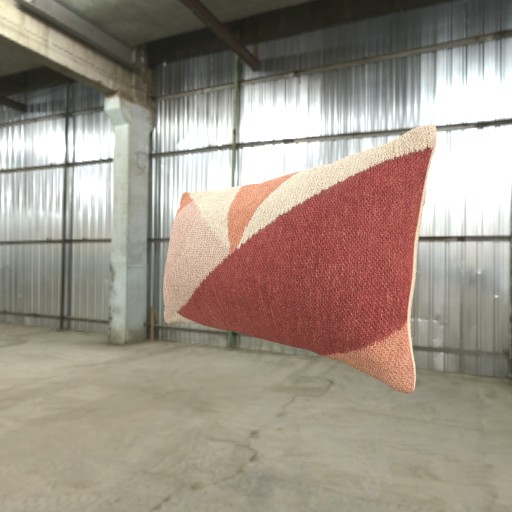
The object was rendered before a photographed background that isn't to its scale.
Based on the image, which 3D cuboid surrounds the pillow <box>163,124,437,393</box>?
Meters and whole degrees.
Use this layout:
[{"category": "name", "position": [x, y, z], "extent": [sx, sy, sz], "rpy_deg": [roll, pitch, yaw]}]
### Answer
[{"category": "pillow", "position": [0.000, 0.000, 0.718], "extent": [0.155, 0.292, 0.609], "rpy_deg": [0, 0, -36]}]
